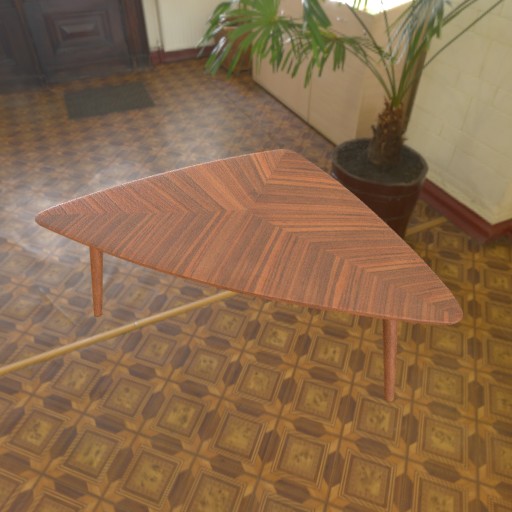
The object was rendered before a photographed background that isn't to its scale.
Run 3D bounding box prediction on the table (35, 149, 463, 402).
[{"bbox_3d":[0.000,0.000,1.264,1.008,0.365,0.601,13,44,14],"label":"table"}]
